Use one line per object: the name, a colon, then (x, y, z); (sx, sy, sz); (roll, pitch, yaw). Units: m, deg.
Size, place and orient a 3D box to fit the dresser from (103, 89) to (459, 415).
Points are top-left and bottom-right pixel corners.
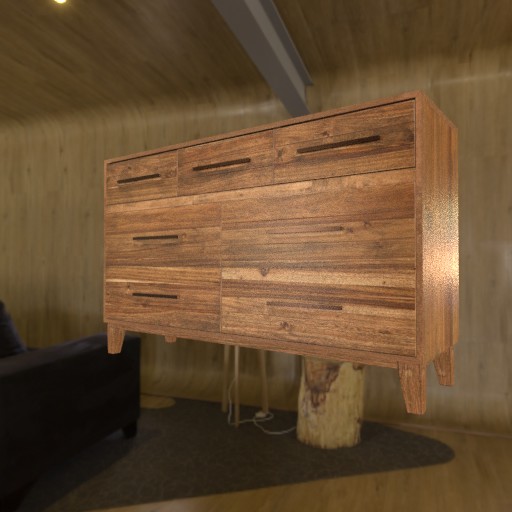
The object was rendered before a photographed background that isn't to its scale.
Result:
dresser: (0.000, 0.000, 1.757); (1.400, 0.873, 0.446); (-1, -1, 36)
